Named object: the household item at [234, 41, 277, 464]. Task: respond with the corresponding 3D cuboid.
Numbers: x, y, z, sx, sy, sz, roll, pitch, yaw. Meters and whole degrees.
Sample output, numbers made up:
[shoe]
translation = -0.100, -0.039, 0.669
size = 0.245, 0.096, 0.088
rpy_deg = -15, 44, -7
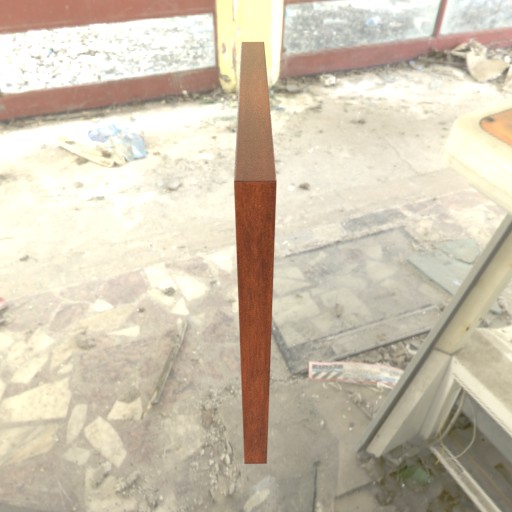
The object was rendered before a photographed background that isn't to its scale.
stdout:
[household item]
translation = 0.000, 0.000, 0.336
size = 0.020, 0.250, 0.200
rpy_deg = 0, 41, 0
